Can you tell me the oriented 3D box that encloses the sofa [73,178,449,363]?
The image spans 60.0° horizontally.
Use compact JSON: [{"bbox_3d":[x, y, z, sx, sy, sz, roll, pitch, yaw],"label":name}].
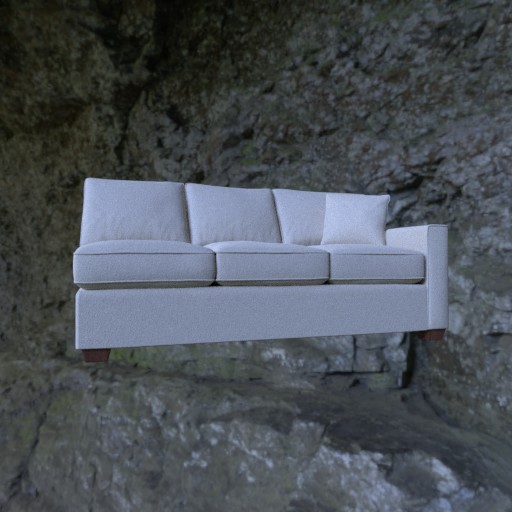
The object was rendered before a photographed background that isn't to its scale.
[{"bbox_3d":[0.000,0.000,2.627,1.963,0.946,1.034,0,-1,-18],"label":"sofa"}]
